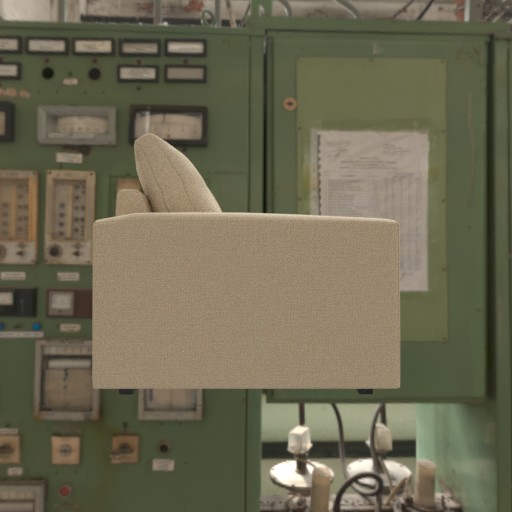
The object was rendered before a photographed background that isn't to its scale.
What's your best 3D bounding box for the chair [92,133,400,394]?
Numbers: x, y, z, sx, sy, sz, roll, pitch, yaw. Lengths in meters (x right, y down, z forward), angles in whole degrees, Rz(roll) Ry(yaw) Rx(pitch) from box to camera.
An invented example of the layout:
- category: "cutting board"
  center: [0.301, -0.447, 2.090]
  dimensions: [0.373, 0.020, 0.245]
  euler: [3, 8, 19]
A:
- category: "chair"
  center: [0.000, 0.000, 2.091]
  dimensions: [1.039, 0.915, 1.398]
  euler: [0, 0, 0]
